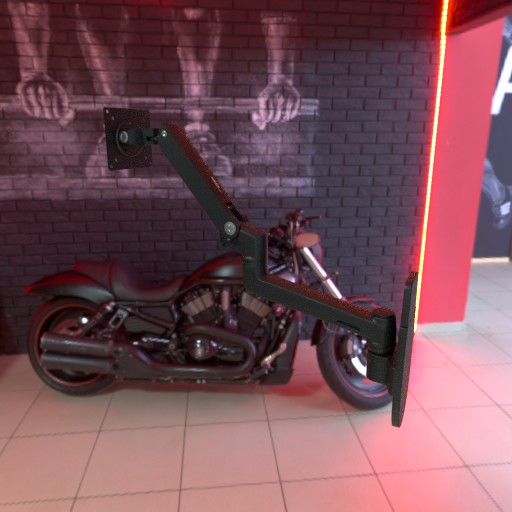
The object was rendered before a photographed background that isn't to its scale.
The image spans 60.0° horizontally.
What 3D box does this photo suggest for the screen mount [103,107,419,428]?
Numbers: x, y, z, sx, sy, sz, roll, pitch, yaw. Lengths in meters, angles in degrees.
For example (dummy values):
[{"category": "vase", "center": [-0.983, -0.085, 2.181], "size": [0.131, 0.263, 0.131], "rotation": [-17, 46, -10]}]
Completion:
[{"category": "screen mount", "center": [0.000, 0.000, 0.719], "size": [0.495, 0.466, 0.115], "rotation": [7, 17, 25]}]
